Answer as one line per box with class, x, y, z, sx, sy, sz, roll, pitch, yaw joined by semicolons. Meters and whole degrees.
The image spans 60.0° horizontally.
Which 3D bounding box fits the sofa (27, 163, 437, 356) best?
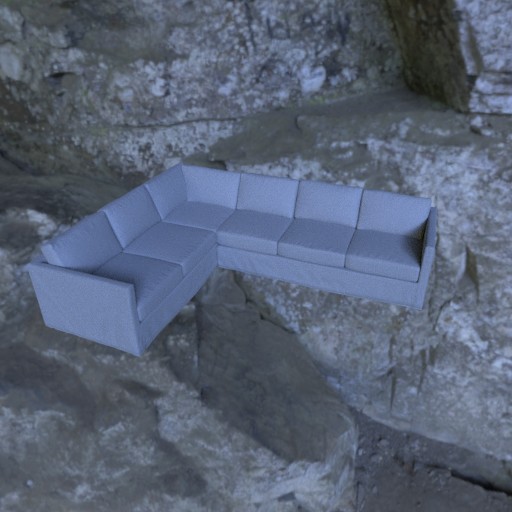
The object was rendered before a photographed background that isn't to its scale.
sofa;0.000;0.000;4.286;3.182;0.871;2.432;11;32;18
